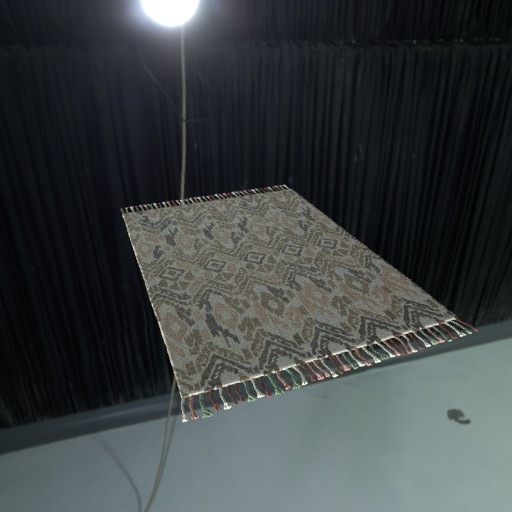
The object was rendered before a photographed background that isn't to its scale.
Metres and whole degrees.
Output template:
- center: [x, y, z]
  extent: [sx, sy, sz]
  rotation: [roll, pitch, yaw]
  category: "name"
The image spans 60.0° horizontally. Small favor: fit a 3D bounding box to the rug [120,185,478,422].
- center: [0.000, 0.000, 2.328]
  extent: [1.219, 0.008, 1.829]
  rotation: [-11, 31, -19]
  category: "rug"
